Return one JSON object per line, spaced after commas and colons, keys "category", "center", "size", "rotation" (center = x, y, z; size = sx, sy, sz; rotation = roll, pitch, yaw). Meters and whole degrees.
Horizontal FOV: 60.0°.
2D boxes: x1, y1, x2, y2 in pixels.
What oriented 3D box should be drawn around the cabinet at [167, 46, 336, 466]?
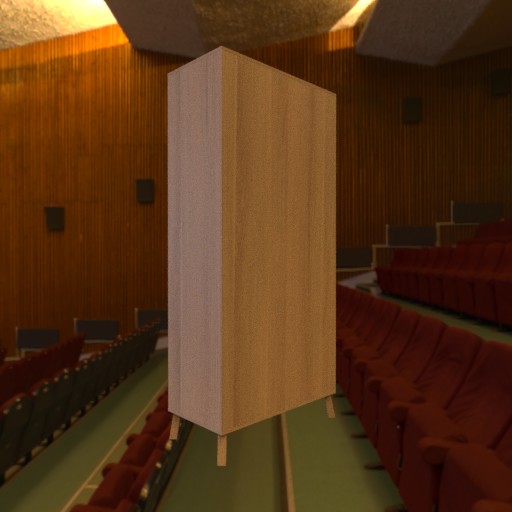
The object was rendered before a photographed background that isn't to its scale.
{"category": "cabinet", "center": [0.000, 0.000, 2.694], "size": [0.969, 1.957, 1.272], "rotation": [0, 1, 1]}
